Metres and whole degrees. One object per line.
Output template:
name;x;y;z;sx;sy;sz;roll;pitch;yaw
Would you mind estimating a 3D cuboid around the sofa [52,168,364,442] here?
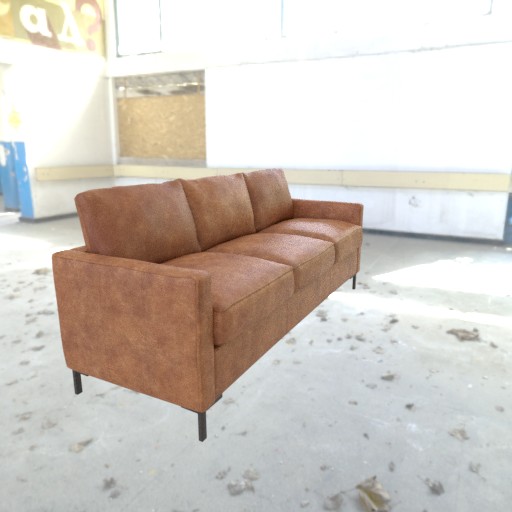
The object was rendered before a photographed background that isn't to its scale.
sofa;0.000;0.000;2.440;0.748;0.863;2.029;8;16;27
